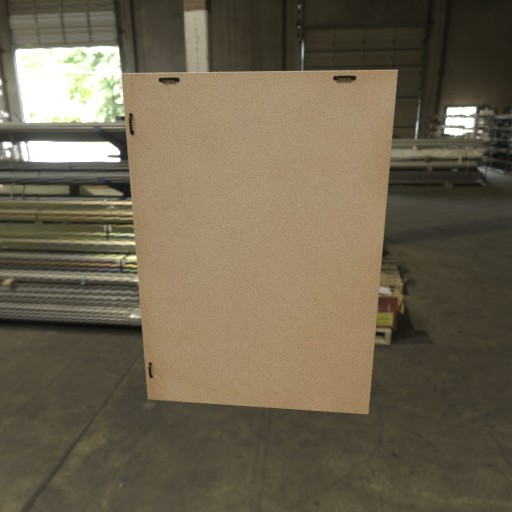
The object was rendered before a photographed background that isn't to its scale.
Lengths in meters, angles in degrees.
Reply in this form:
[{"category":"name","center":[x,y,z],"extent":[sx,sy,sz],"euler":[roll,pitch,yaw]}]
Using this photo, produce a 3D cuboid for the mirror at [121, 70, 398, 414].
[{"category":"mirror","center":[0.000,0.000,0.924],"extent":[0.507,0.710,0.040],"euler":[2,17,6]}]
